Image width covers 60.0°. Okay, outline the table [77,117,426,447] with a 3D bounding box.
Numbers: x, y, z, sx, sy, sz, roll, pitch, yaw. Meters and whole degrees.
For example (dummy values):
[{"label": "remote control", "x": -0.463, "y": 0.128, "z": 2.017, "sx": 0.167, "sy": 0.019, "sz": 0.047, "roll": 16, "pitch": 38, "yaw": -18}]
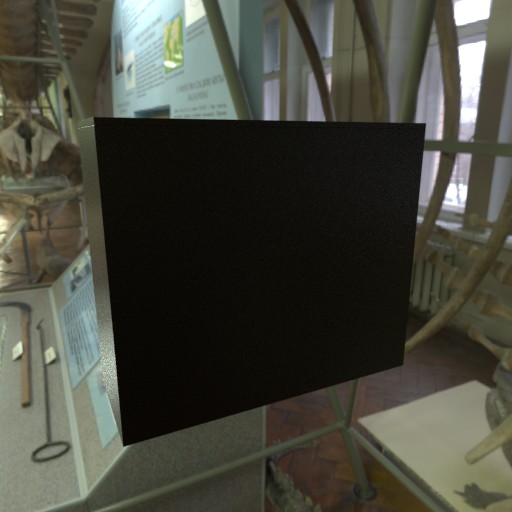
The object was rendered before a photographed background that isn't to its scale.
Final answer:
[{"label": "table", "x": 0.000, "y": 0.000, "z": 1.372, "sx": 0.930, "sy": 0.790, "sz": 0.380, "roll": -7, "pitch": 17, "yaw": -25}]
